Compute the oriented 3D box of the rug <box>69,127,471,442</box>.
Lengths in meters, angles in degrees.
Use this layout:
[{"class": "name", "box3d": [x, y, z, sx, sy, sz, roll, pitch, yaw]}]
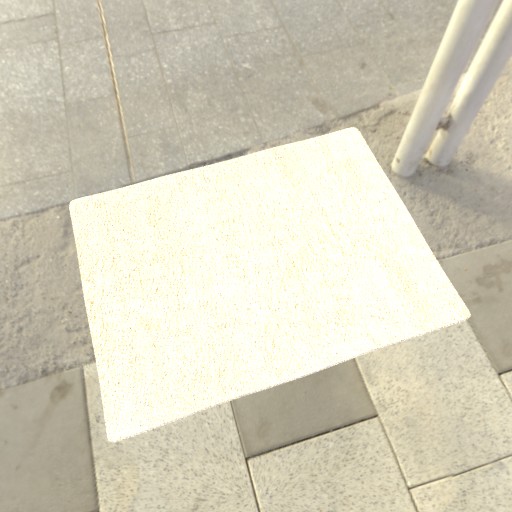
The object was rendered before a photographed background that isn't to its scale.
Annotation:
[{"class": "rug", "box3d": [0.000, 0.000, 2.101, 1.600, 0.027, 1.200, -17, 63, -9]}]
